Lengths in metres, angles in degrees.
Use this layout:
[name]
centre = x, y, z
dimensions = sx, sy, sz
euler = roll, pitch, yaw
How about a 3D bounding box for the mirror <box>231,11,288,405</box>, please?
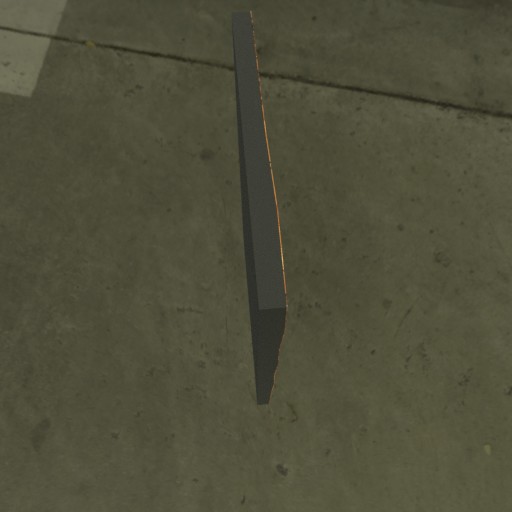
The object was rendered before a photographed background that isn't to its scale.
[mirror]
centre = 0.000, 0.000, 1.133
dimensions = 0.044, 0.912, 0.606
euler = -4, 64, -2
